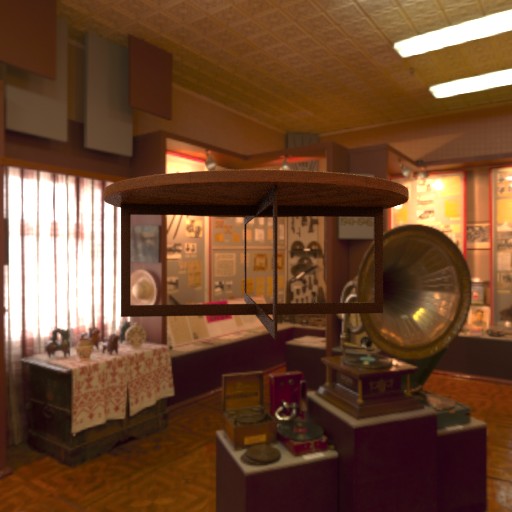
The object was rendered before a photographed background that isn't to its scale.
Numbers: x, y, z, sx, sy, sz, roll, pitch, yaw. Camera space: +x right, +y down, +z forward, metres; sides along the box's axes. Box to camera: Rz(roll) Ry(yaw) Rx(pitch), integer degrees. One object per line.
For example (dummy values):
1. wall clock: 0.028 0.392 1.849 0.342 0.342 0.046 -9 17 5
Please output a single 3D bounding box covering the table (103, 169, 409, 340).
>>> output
1. table: 0.000 0.000 1.941 1.264 0.516 1.264 0 0 0
